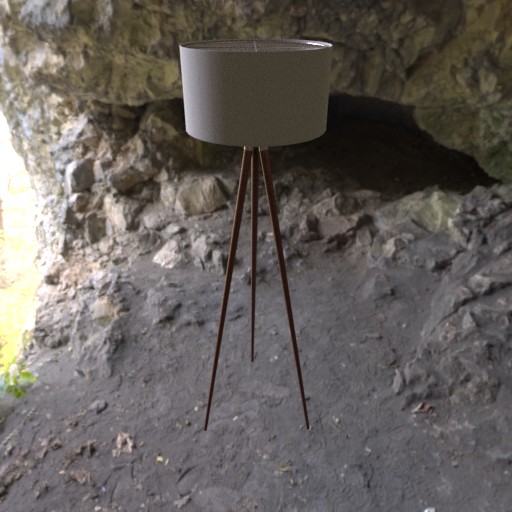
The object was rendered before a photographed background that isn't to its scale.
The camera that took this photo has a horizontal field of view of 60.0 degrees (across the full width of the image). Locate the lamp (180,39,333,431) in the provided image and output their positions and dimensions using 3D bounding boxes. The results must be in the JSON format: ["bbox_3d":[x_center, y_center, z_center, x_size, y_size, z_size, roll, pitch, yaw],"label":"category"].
[{"bbox_3d":[0.000,0.000,1.797,0.483,1.553,0.483,-1,30,-1],"label":"lamp"}]
